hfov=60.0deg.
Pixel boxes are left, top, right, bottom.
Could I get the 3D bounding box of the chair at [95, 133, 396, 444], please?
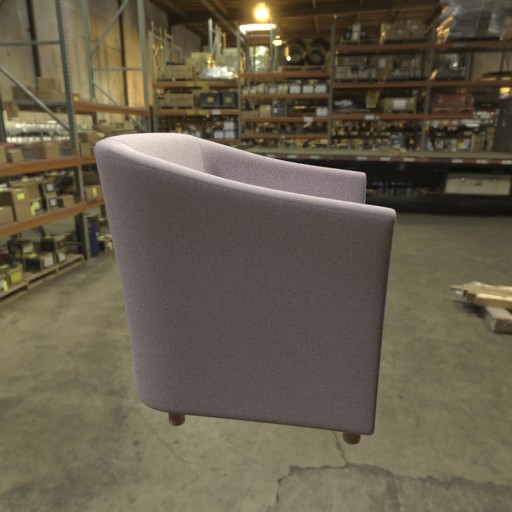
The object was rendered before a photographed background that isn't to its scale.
[{"bbox_3d":[0.000,0.000,1.350,0.700,0.720,0.790,2,16,9],"label":"chair"}]
